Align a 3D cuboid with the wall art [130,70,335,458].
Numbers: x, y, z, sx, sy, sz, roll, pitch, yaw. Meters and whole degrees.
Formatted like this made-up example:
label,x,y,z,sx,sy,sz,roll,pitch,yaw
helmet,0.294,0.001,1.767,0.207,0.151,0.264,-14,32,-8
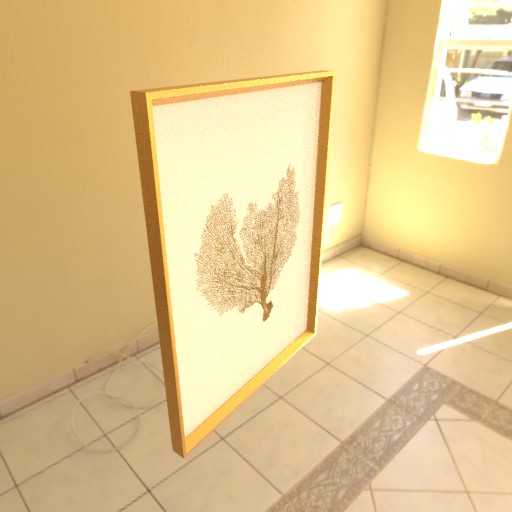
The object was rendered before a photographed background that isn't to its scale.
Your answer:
label,x,y,z,sx,sy,sz,roll,pitch,yaw
wall art,0.000,0.000,1.089,0.038,0.812,0.610,19,32,33
